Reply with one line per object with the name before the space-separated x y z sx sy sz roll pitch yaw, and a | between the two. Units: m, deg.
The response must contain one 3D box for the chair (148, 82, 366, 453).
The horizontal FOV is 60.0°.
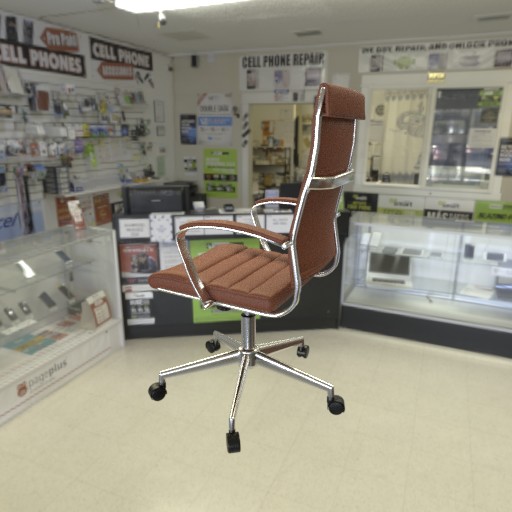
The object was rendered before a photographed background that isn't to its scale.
chair | 0.000 0.000 1.656 0.739 1.149 0.766 8 18 25
